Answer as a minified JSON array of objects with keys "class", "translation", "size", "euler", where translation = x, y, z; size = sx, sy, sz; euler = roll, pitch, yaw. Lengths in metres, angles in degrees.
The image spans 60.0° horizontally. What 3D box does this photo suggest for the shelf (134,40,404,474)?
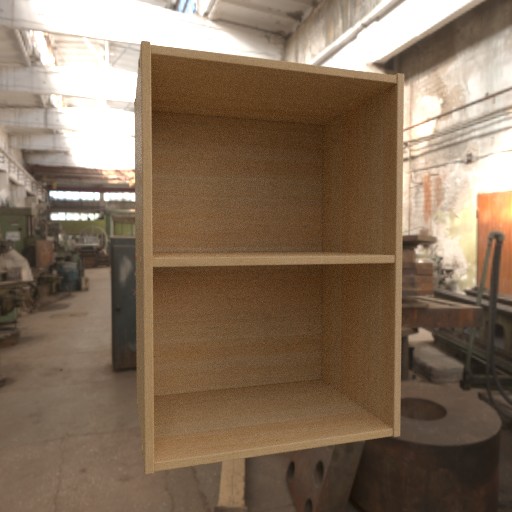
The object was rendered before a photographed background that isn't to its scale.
[{"class":"shelf","translation":[0.000,0.000,0.801],"size":[0.414,0.592,0.290],"euler":[-1,2,-17]}]
